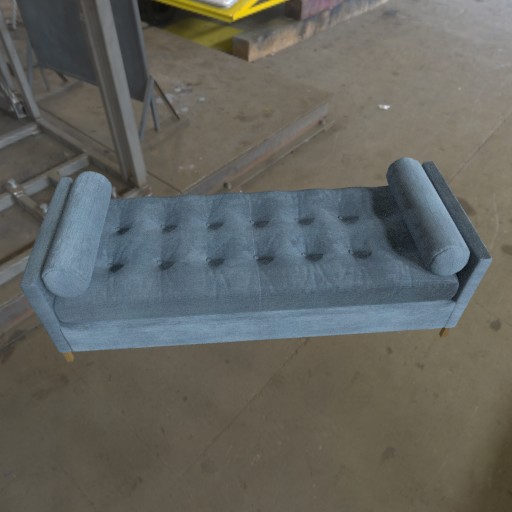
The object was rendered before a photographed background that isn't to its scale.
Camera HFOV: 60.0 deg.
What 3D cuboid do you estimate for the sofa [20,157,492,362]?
[{"bbox_3d":[0.000,0.000,2.403,2.102,0.705,0.796,-3,46,-3],"label":"sofa"}]
